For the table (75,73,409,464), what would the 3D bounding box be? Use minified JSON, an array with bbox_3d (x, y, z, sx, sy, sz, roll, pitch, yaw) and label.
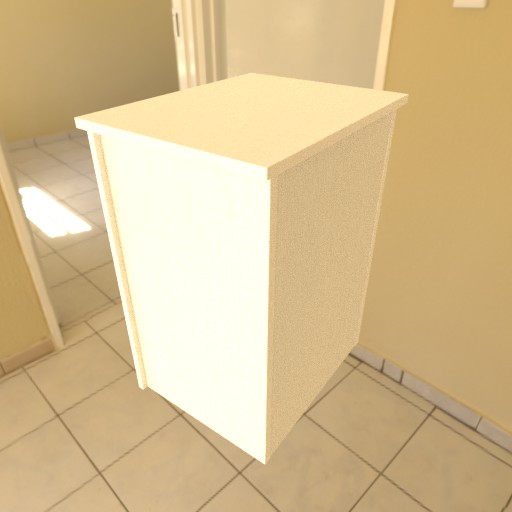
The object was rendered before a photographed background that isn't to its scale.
[{"bbox_3d":[0.000,0.000,0.955,0.381,0.635,0.480,21,38,30],"label":"table"}]
